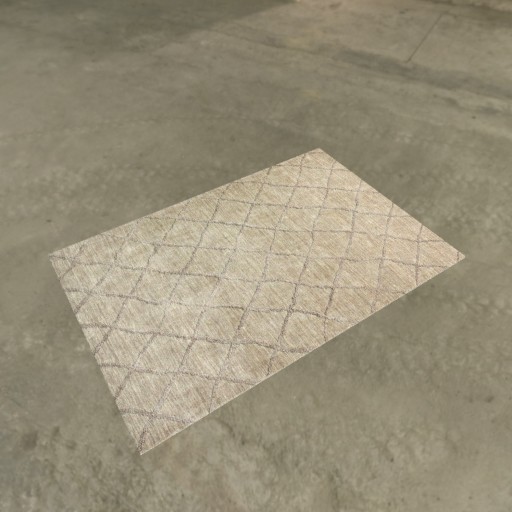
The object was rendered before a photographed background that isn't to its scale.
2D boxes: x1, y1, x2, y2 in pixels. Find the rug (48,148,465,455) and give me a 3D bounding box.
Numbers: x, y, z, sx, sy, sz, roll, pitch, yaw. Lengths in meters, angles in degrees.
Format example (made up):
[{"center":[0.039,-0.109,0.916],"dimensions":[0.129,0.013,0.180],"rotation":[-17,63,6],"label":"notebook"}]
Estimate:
[{"center":[0.000,0.000,2.907],"dimensions":[2.280,0.015,1.521],"rotation":[-26,52,-22],"label":"rug"}]
